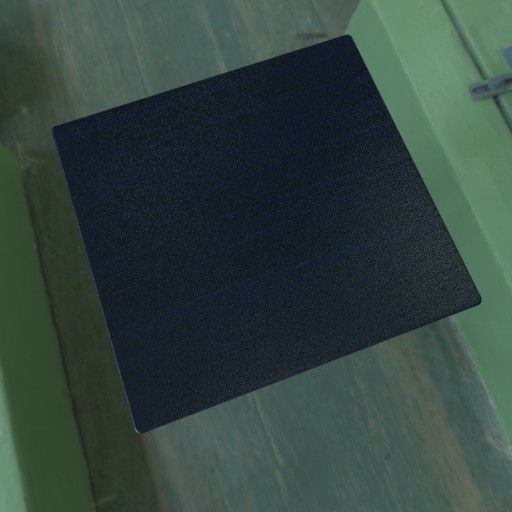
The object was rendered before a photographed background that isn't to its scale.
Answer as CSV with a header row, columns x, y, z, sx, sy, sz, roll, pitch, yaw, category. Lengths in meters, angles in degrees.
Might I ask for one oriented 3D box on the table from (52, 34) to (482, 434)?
x,y,z,sx,sy,sz,roll,pitch,yaw,category
0.000,0.000,0.958,0.533,0.567,0.500,-20,76,-5,table
